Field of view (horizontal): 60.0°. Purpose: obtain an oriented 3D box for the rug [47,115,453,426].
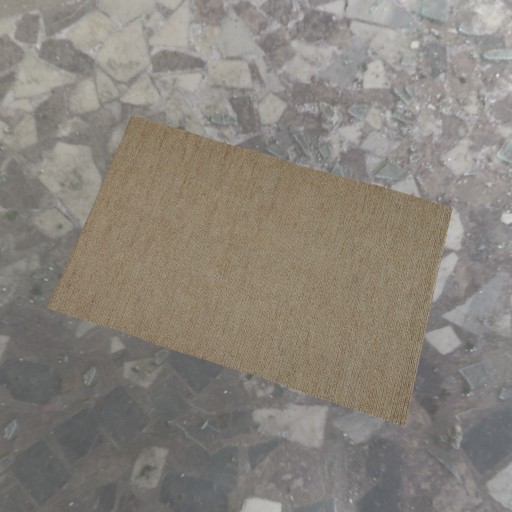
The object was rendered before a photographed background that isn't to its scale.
[{"bbox_3d":[0.000,0.000,3.044,2.439,0.011,1.533,17,76,4],"label":"rug"}]
